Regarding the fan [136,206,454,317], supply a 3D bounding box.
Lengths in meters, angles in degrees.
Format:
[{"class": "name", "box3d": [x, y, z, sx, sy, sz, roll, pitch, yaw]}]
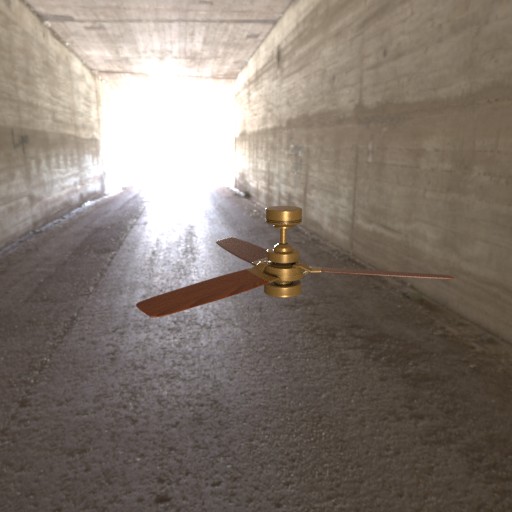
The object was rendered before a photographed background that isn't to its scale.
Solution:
[{"class": "fan", "box3d": [0.000, 0.000, 2.078, 1.416, 0.425, 1.271, 14, 20, 43]}]
